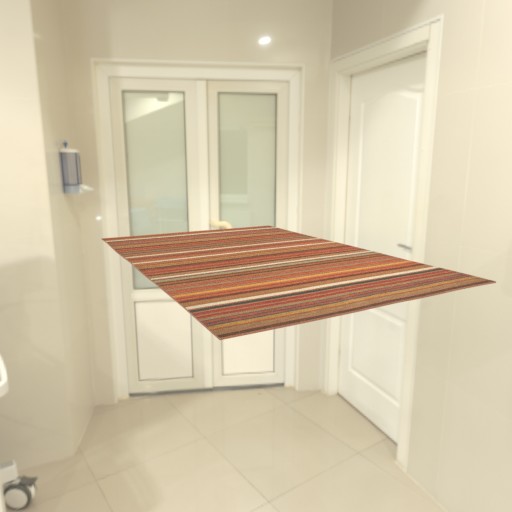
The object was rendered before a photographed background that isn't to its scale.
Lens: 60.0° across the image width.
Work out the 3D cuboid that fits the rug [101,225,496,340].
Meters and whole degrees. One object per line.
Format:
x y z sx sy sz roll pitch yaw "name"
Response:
0.000 0.000 2.277 1.217 0.007 1.828 -6 14 -28 "rug"
